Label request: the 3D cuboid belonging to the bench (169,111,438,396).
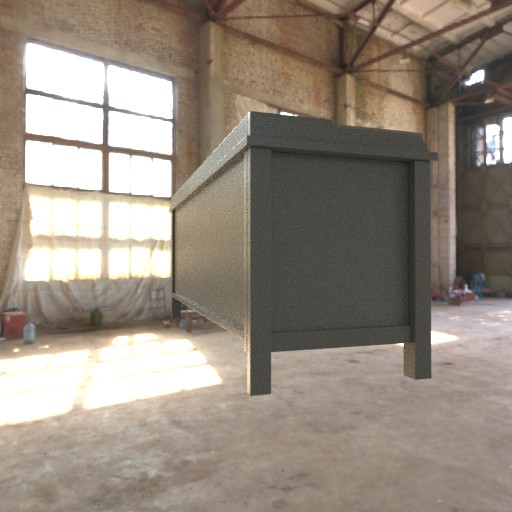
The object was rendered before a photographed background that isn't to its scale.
[{"bbox_3d":[0.000,0.000,1.365,0.398,0.501,1.140,0,-1,-18],"label":"bench"}]
